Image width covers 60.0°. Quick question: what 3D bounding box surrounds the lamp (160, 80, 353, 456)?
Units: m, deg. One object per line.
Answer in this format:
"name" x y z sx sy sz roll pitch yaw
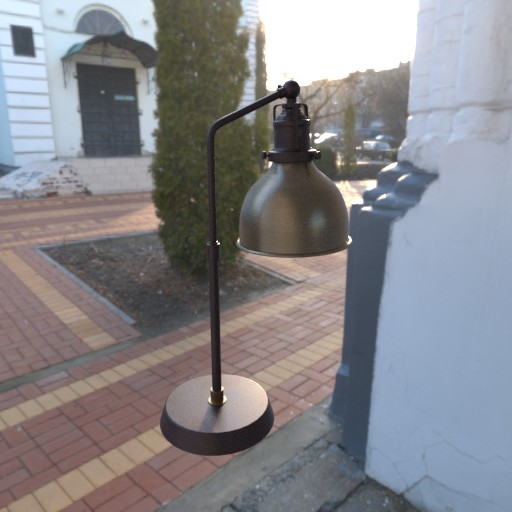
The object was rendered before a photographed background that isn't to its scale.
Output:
"lamp" 0.000 0.000 0.621 0.298 0.469 0.175 -8 17 -27
